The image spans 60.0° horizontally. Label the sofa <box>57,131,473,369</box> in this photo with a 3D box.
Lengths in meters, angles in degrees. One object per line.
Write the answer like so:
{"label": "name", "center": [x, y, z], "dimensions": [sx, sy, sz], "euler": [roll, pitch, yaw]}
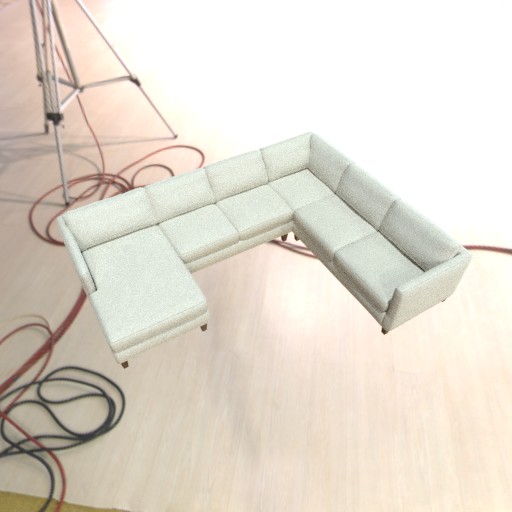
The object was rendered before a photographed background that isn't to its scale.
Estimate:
{"label": "sofa", "center": [0.000, 0.000, 4.466], "dimensions": [3.238, 0.853, 2.551], "euler": [-23, 50, -21]}
